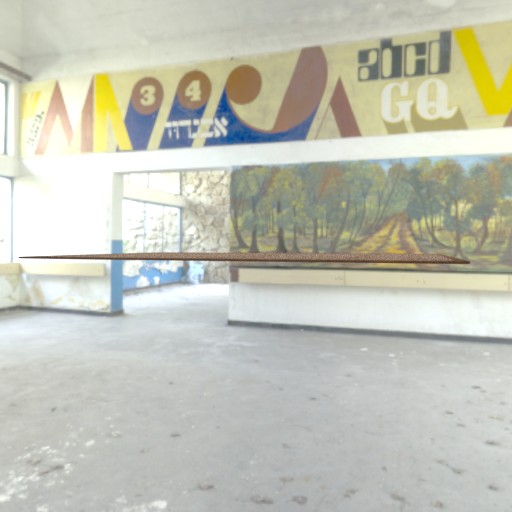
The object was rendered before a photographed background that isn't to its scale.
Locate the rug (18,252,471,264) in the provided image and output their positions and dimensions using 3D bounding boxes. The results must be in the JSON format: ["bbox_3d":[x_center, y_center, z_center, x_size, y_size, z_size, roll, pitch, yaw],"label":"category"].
[{"bbox_3d":[0.000,0.000,2.254,1.829,0.010,1.219,0,1,19],"label":"rug"}]
